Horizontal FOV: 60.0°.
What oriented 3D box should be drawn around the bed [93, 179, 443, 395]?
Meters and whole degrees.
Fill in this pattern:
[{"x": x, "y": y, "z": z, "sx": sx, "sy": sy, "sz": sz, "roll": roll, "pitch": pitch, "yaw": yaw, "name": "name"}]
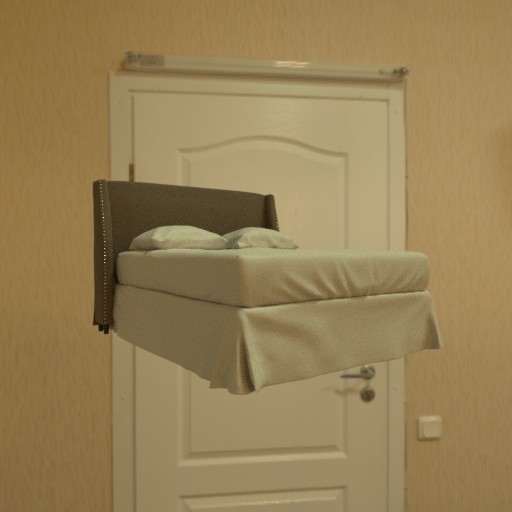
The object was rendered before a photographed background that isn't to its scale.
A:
[{"x": 0.000, "y": 0.000, "z": 3.510, "sx": 1.925, "sy": 1.332, "sz": 2.276, "roll": -1, "pitch": 1, "yaw": -35, "name": "bed"}]
